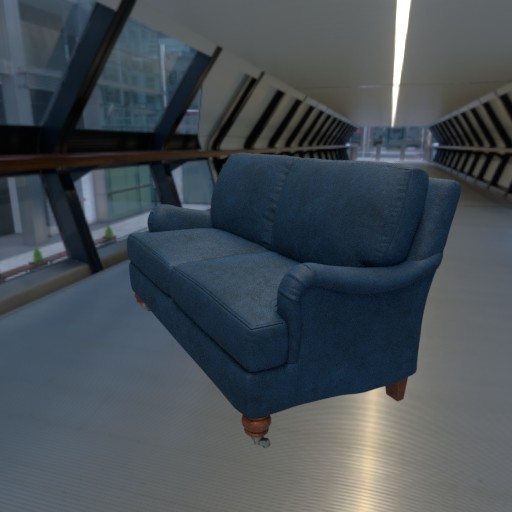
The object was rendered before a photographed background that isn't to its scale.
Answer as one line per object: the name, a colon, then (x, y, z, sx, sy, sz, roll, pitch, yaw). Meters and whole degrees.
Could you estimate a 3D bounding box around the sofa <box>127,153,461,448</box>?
sofa: (0.000, 0.000, 2.535, 1.084, 1.101, 1.853, -8, 17, -28)
